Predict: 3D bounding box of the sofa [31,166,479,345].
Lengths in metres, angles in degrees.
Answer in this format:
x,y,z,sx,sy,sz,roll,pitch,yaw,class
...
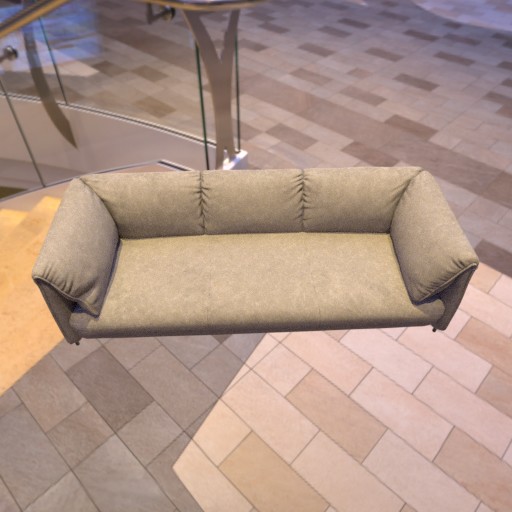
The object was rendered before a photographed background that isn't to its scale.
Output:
x,y,z,sx,sy,sz,roll,pitch,yaw,class
0.000,0.000,2.686,2.238,0.758,0.899,-2,45,-2,sofa
